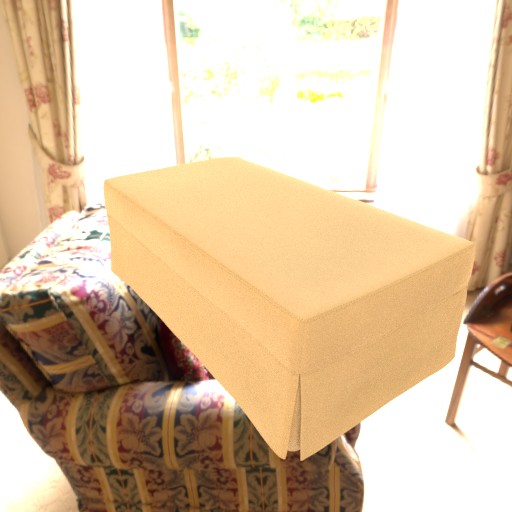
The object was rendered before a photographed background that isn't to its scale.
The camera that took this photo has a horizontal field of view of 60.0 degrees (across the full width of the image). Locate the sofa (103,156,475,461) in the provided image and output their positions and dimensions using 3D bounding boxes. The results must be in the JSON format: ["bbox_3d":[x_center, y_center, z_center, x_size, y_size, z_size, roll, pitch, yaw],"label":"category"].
[{"bbox_3d":[0.000,0.000,2.106,0.939,0.552,1.677,-18,32,-32],"label":"sofa"}]
